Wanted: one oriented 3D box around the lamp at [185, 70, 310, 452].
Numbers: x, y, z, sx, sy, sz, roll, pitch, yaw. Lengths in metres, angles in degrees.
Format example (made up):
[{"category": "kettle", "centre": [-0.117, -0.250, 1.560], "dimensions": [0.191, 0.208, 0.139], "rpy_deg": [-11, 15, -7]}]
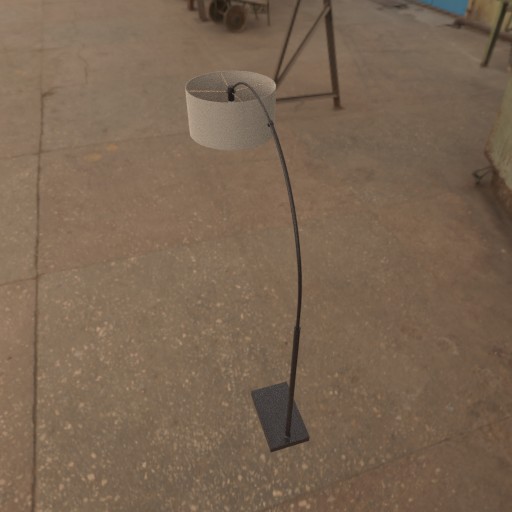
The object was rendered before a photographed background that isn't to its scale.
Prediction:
[{"category": "lamp", "centre": [0.000, 0.000, 2.622], "dimensions": [0.493, 1.927, 1.424], "rpy_deg": [-11, 42, -13]}]
